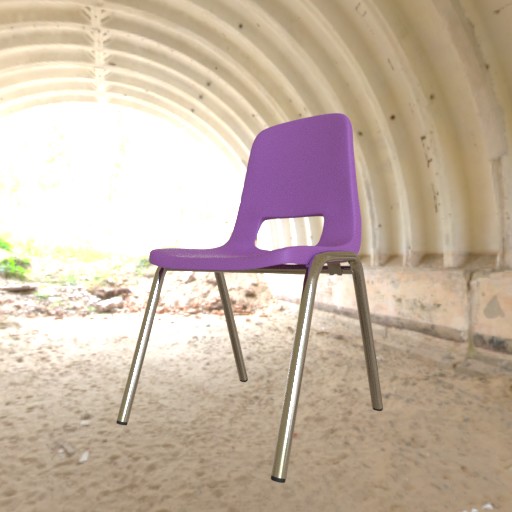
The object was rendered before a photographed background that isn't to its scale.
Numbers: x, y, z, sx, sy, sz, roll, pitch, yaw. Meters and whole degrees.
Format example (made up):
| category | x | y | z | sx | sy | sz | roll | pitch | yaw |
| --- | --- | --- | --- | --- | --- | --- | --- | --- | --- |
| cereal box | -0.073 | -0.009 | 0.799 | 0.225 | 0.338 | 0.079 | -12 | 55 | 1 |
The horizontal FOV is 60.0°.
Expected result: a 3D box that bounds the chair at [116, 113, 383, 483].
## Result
| category | x | y | z | sx | sy | sz | roll | pitch | yaw |
| --- | --- | --- | --- | --- | --- | --- | --- | --- | --- |
| chair | 0.000 | 0.000 | 0.679 | 0.291 | 0.493 | 0.301 | 0 | 0 | 37 |
